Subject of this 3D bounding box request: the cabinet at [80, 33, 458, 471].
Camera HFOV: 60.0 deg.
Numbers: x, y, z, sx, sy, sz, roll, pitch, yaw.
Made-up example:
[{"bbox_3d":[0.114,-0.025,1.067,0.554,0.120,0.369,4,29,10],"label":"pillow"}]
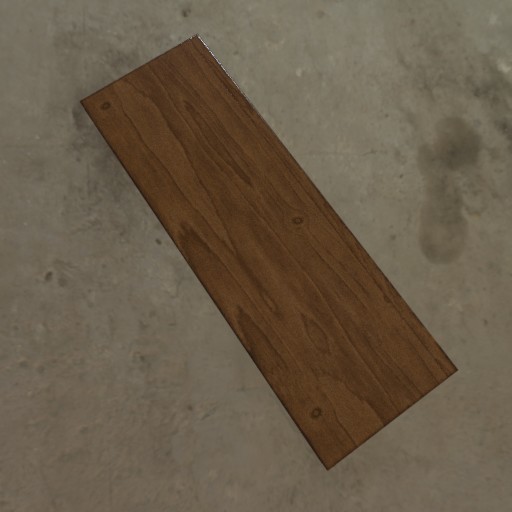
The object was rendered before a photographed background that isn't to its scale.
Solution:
[{"bbox_3d":[0.000,0.000,1.748,0.477,0.802,1.363,-34,78,-8],"label":"cabinet"}]
